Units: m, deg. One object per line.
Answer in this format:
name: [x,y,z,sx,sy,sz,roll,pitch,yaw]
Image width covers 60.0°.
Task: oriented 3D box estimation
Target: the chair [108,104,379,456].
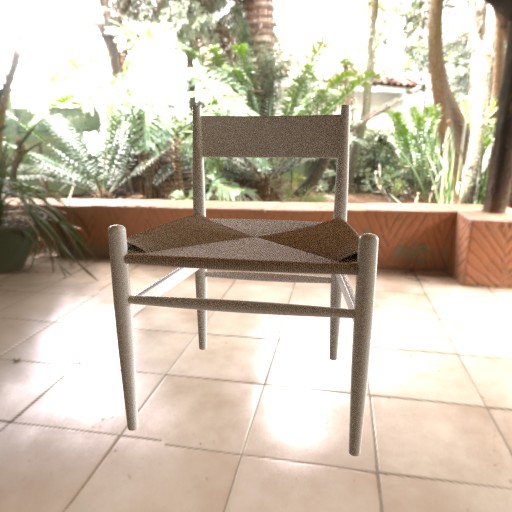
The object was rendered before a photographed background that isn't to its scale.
chair: [0.000,0.000,1.138,0.556,0.762,0.495,3,15,9]
